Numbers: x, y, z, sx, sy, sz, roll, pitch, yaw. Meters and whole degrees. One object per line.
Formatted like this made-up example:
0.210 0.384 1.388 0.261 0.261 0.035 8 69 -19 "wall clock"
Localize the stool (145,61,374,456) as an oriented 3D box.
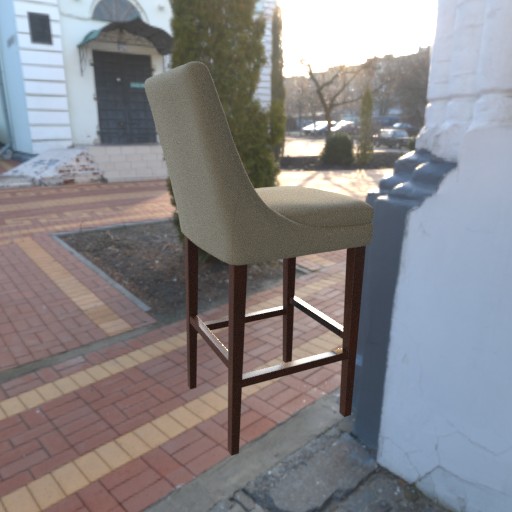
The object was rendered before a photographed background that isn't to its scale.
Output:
0.000 0.000 1.415 0.577 1.078 0.470 -8 18 -25 "stool"
